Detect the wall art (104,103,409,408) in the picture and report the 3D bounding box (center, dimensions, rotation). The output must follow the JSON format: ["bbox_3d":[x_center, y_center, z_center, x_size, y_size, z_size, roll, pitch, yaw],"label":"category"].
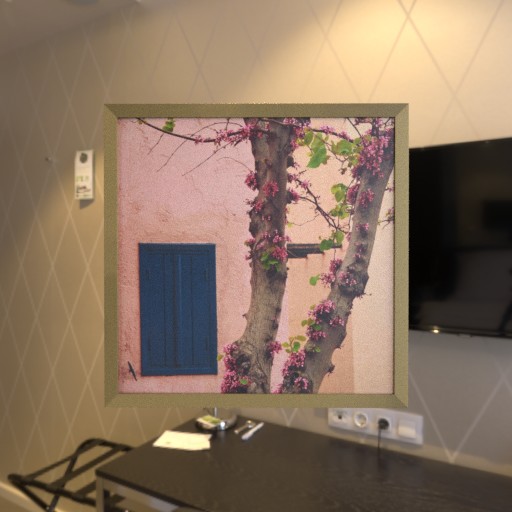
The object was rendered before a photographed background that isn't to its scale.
[{"bbox_3d":[0.000,0.000,1.129,0.762,0.762,0.038,0,1,0],"label":"wall art"}]
